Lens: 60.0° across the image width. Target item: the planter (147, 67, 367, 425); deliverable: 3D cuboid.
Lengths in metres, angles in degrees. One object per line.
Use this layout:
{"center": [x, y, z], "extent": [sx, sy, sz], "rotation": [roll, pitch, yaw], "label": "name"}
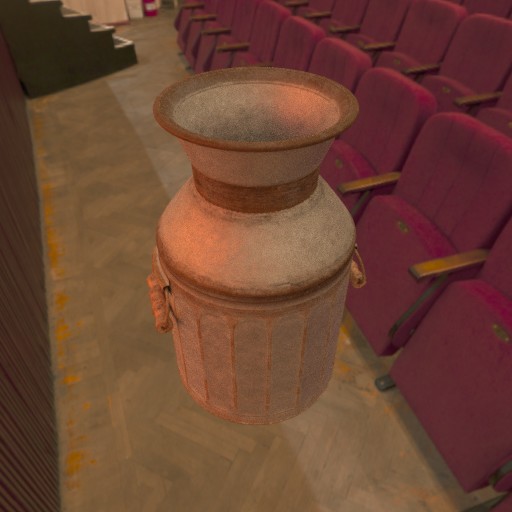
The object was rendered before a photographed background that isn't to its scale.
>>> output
{"center": [0.000, 0.000, 0.500], "extent": [0.248, 0.358, 0.215], "rotation": [-11, 42, -13], "label": "planter"}
